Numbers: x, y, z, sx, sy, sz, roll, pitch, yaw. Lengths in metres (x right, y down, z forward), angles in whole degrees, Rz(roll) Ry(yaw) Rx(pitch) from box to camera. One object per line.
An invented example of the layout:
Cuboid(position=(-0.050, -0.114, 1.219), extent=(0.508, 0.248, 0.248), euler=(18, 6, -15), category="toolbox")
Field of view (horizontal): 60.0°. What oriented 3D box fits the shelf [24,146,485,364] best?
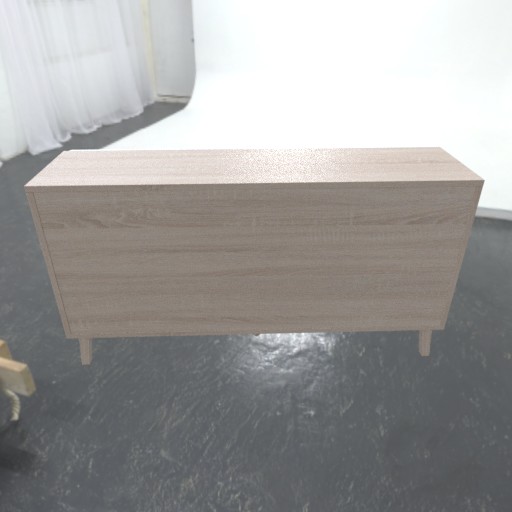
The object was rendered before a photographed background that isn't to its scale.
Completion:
Cuboid(position=(0.000, 0.000, 1.801), extent=(1.490, 0.780, 0.400), euler=(-1, 30, -2), category="shelf")
